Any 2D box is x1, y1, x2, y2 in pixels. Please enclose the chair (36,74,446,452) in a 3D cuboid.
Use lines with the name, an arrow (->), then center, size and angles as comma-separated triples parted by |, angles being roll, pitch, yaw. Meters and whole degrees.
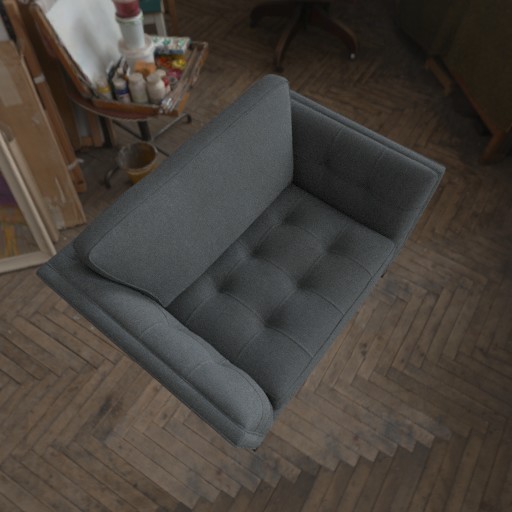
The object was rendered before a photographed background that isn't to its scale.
chair -> 0.000, 0.000, 1.997 | 0.965, 0.942, 1.396 | 34, 65, 19
